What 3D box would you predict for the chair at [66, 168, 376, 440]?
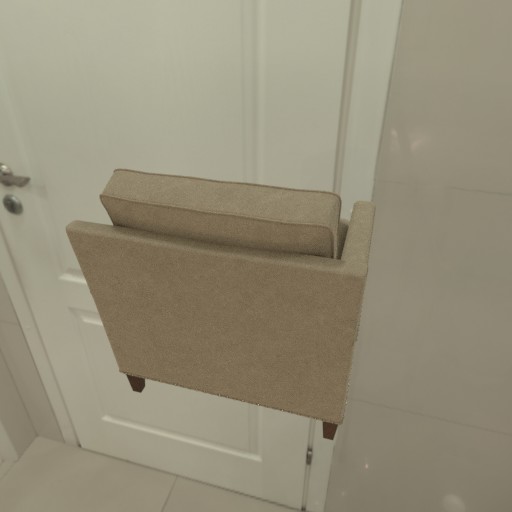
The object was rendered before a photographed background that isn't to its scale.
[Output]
[{"bbox_3d":[0.000,0.000,1.738,0.853,0.943,1.014,9,34,14],"label":"chair"}]
